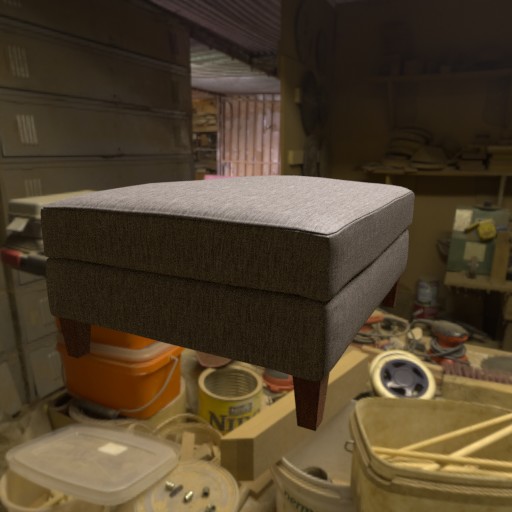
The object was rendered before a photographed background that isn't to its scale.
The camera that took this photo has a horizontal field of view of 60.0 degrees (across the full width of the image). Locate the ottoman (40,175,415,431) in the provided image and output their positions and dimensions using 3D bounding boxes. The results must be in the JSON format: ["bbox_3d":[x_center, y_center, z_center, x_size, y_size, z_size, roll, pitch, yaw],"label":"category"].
[{"bbox_3d":[0.000,0.000,1.454,0.839,0.492,0.994,7,15,27],"label":"ottoman"}]
